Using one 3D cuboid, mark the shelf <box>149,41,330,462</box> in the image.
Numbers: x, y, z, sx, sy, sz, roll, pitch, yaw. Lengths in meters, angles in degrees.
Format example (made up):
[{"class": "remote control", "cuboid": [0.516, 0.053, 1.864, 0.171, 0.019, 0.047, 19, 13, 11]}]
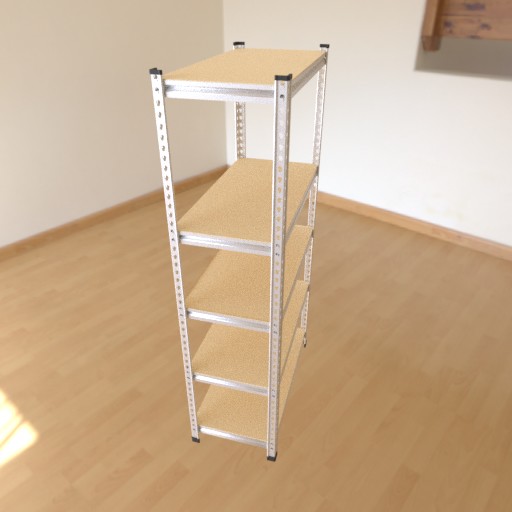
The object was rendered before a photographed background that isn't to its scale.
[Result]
[{"class": "shelf", "cuboid": [0.000, 0.000, 2.196, 0.457, 1.829, 0.914, 8, 32, 13]}]
